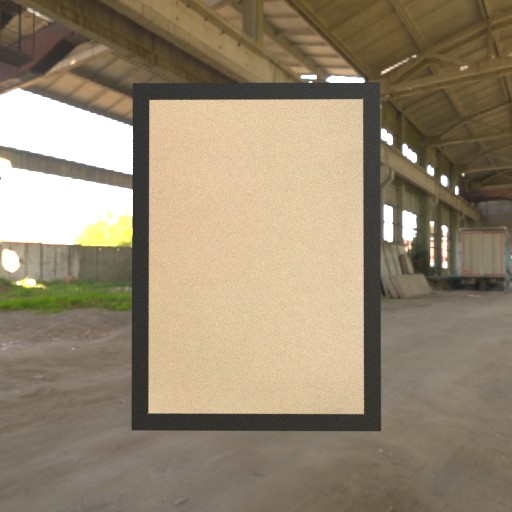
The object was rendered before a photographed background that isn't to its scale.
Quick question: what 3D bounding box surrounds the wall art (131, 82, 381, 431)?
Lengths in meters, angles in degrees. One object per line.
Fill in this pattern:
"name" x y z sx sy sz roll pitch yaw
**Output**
"wall art" 0.000 0.000 0.679 0.379 0.530 0.008 0 -1 1
